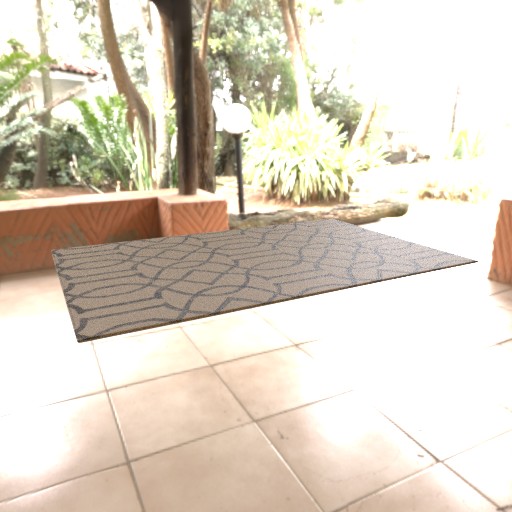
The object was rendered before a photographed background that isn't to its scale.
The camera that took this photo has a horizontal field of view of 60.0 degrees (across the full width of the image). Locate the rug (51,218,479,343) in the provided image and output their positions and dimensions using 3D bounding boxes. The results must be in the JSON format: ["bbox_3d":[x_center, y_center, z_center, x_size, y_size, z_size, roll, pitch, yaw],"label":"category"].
[{"bbox_3d":[0.000,0.000,2.901,2.365,0.017,1.521,-8,18,-26],"label":"rug"}]
